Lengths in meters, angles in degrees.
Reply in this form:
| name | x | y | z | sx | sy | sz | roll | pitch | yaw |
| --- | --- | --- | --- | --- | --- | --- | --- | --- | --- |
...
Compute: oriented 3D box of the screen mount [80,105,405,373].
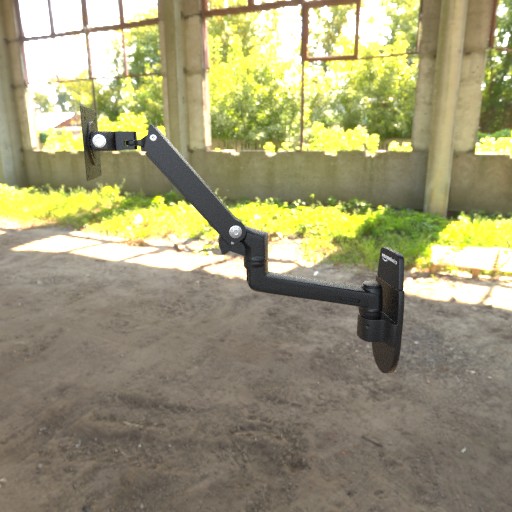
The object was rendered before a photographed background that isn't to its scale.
| name | x | y | z | sx | sy | sz | roll | pitch | yaw |
| --- | --- | --- | --- | --- | --- | --- | --- | --- | --- |
| screen mount | 0.000 | 0.000 | 0.742 | 0.495 | 0.466 | 0.115 | -2 | 15 | -9 |
